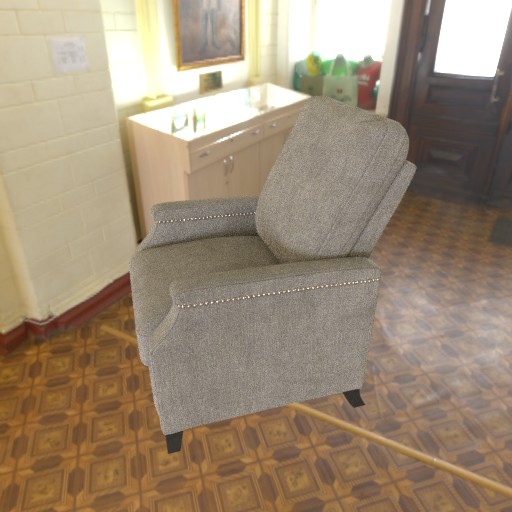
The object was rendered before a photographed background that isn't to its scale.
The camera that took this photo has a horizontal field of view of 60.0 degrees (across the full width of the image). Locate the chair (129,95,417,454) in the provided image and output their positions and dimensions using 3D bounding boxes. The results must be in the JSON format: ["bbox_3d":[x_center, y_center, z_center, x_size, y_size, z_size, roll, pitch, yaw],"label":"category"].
[{"bbox_3d":[0.000,0.000,1.653,0.922,1.049,0.710,-8,29,-15],"label":"chair"}]
